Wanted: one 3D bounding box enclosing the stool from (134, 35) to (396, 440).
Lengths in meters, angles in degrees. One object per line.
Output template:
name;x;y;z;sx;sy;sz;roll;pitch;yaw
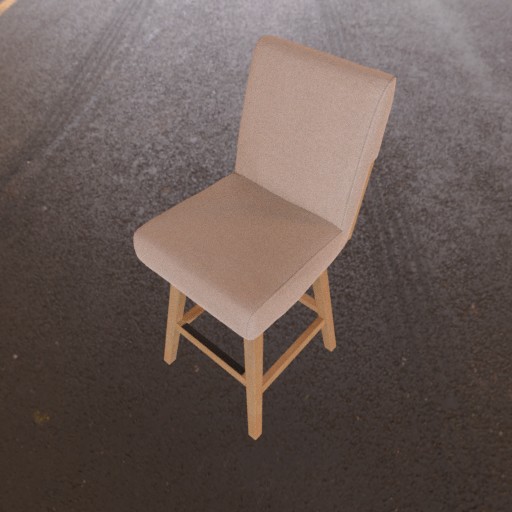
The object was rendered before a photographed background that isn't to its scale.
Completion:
stool;0.000;0.000;1.292;0.446;1.015;0.543;32;55;27
